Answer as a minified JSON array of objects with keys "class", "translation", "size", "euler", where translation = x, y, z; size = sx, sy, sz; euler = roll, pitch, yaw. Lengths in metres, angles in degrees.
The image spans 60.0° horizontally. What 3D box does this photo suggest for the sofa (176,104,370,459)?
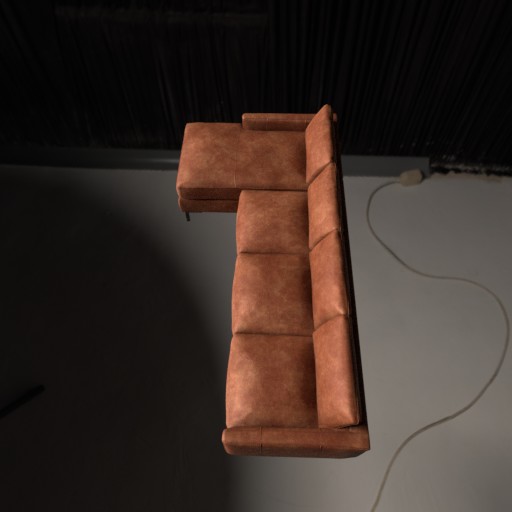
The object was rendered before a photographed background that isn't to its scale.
[{"class":"sofa","translation":[0.000,0.000,3.638],"size":[1.471,0.859,2.993],"euler":[1,58,1]}]
